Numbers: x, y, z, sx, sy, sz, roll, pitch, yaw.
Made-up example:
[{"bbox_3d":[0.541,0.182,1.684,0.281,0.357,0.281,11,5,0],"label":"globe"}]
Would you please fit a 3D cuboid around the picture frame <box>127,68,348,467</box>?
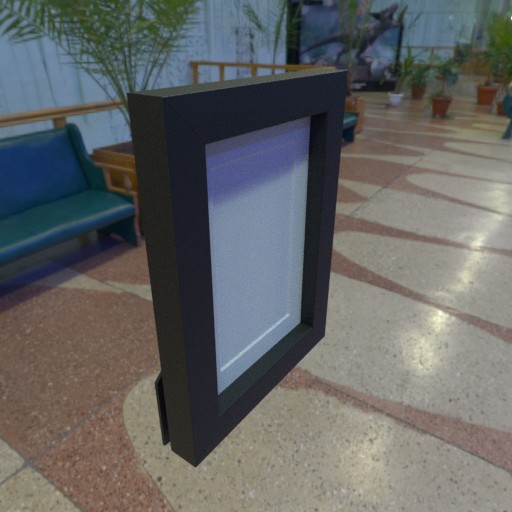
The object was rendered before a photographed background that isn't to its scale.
[{"bbox_3d":[0.000,0.000,0.278,0.028,0.208,0.157,19,32,32],"label":"picture frame"}]
